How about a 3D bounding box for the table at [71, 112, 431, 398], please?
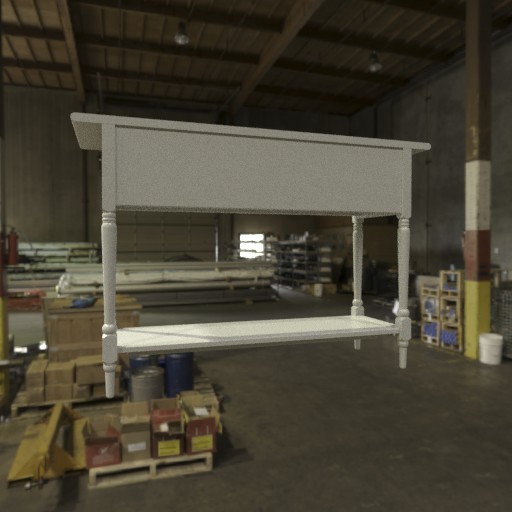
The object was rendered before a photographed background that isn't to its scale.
[{"bbox_3d":[0.000,0.000,1.595,1.197,0.808,0.384,0,1,-18],"label":"table"}]
